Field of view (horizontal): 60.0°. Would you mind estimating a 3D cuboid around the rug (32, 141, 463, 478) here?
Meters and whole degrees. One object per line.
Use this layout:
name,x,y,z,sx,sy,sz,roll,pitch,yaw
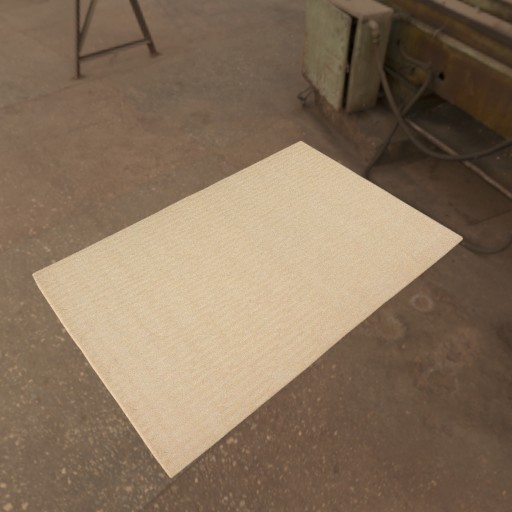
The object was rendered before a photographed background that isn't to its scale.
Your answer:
rug,0.000,0.000,2.256,1.848,0.014,1.238,-32,54,-27
